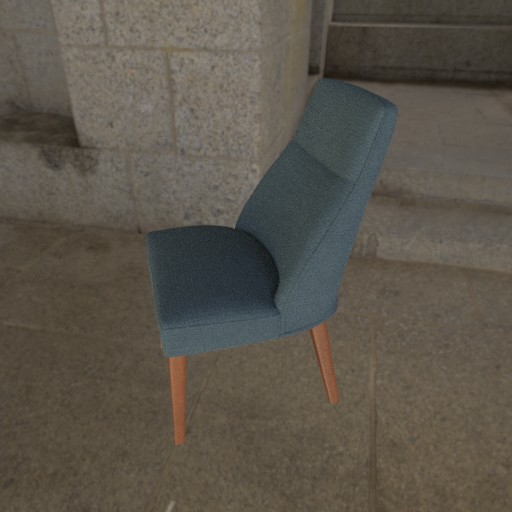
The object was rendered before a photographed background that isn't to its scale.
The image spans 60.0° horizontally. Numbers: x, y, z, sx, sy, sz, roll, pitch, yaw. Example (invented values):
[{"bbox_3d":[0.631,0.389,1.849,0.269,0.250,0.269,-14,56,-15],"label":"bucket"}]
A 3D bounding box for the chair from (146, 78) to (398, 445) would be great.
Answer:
[{"bbox_3d":[0.000,0.000,1.314,0.620,0.930,0.500,-8,32,-14],"label":"chair"}]
